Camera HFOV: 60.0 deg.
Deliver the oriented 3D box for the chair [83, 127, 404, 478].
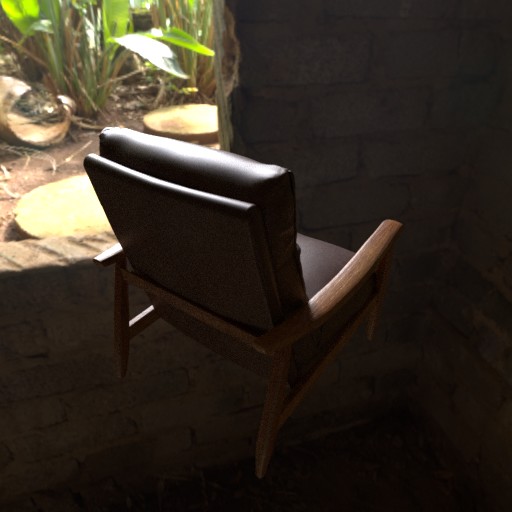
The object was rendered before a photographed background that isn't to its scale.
[{"bbox_3d":[0.000,0.000,1.520,0.782,0.897,0.830,21,37,31],"label":"chair"}]
